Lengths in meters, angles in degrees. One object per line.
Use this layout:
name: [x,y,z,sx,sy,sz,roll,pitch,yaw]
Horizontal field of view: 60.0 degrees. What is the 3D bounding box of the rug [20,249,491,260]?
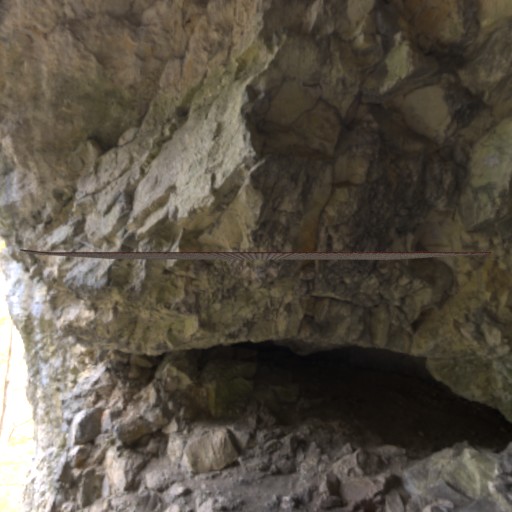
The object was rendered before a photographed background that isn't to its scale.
rug: [0.000,0.000,2.893,2.286,0.026,1.521,0,-2,1]
